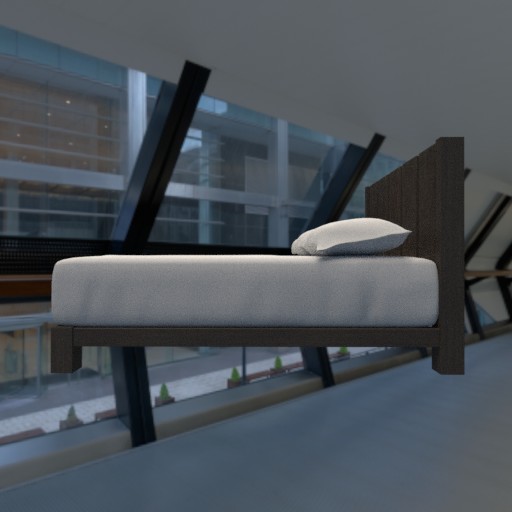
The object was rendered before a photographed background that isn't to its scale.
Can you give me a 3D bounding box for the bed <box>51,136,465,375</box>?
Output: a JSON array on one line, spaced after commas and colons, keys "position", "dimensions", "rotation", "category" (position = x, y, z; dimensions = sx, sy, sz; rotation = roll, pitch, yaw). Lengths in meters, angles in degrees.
[{"position": [0.000, 0.000, 3.237], "dimensions": [2.242, 1.270, 1.727], "rotation": [0, 0, 1], "category": "bed"}]
